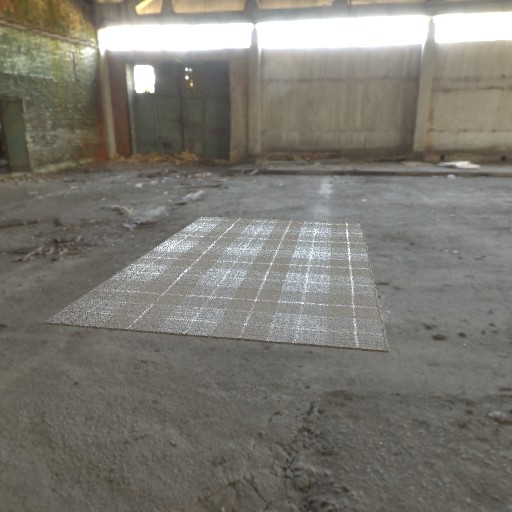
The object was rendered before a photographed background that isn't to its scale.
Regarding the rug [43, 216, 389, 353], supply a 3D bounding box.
[{"bbox_3d":[0.000,0.000,3.061,1.549,0.010,2.464,3,17,10],"label":"rug"}]
